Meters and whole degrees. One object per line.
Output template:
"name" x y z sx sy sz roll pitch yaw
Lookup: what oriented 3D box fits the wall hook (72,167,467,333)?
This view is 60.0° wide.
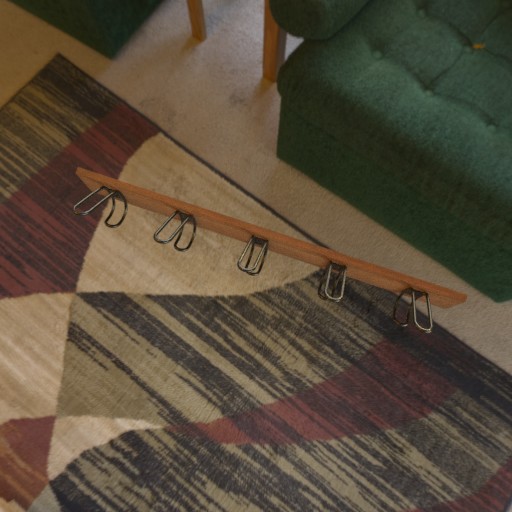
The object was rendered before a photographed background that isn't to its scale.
"wall hook" 0.000 0.000 0.599 0.554 0.116 0.076 19 75 5
